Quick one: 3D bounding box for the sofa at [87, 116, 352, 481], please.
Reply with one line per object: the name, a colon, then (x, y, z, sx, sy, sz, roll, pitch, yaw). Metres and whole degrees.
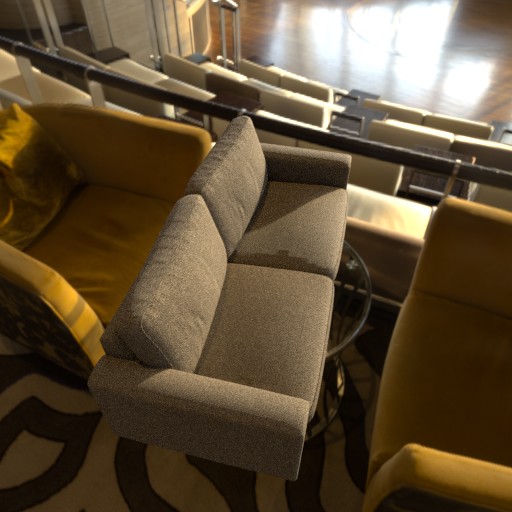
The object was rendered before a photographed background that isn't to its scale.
sofa: (0.000, 0.000, 2.707, 1.016, 0.873, 2.179, 10, 46, 10)
